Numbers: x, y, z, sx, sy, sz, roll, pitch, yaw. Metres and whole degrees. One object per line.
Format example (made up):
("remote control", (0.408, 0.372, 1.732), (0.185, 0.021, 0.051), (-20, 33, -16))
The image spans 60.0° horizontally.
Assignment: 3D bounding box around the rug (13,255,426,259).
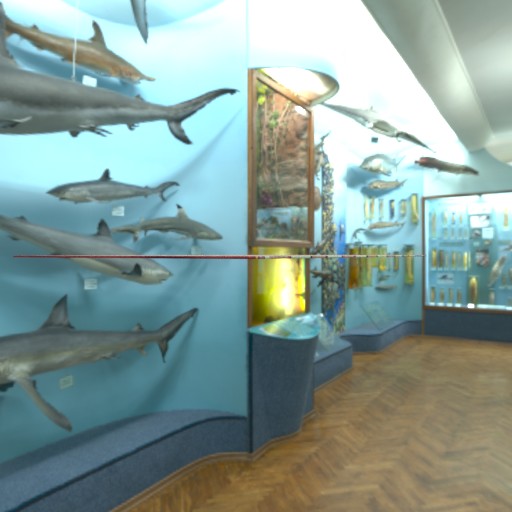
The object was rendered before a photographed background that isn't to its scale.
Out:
("rug", (0.000, 0.000, 2.252), (1.223, 0.008, 1.817), (0, 0, 35))
